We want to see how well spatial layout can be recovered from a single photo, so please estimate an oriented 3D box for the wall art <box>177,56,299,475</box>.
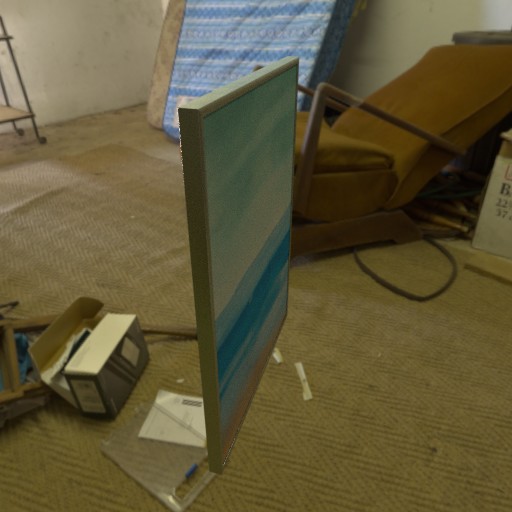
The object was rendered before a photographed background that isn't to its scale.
[{"bbox_3d":[0.000,0.000,1.389,0.041,1.062,0.803,9,32,15],"label":"wall art"}]
